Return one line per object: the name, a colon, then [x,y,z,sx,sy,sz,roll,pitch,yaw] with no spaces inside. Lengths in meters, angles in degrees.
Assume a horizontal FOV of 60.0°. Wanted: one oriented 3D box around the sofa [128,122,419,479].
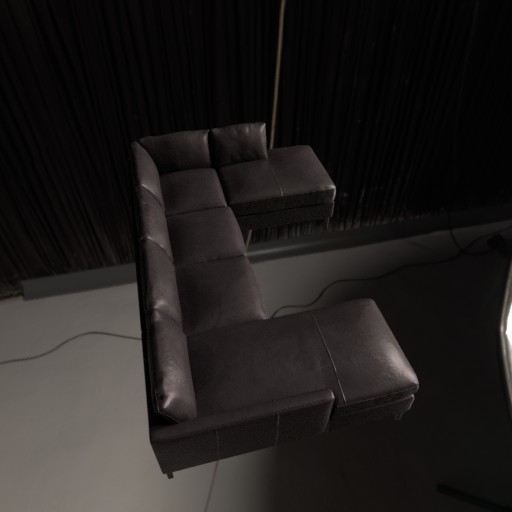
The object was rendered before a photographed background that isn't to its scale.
sofa: [0.000,0.000,3.732,1.939,0.900,2.956,-10,46,-10]
